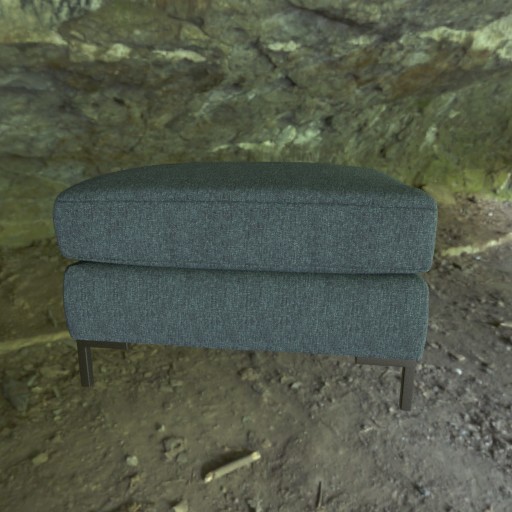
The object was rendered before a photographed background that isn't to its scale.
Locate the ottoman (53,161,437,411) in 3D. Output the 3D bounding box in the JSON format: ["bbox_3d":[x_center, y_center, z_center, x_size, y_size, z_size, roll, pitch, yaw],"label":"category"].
[{"bbox_3d":[0.000,0.000,1.296,0.831,0.533,0.695,2,15,7],"label":"ottoman"}]
